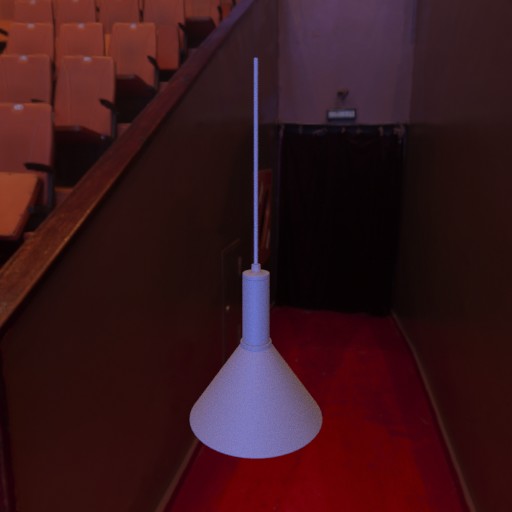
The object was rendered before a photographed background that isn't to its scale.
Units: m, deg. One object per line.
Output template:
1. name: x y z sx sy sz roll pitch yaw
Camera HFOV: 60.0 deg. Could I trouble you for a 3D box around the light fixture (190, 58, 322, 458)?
1. light fixture: 0.000 0.000 0.824 0.267 0.683 0.267 2 14 9
